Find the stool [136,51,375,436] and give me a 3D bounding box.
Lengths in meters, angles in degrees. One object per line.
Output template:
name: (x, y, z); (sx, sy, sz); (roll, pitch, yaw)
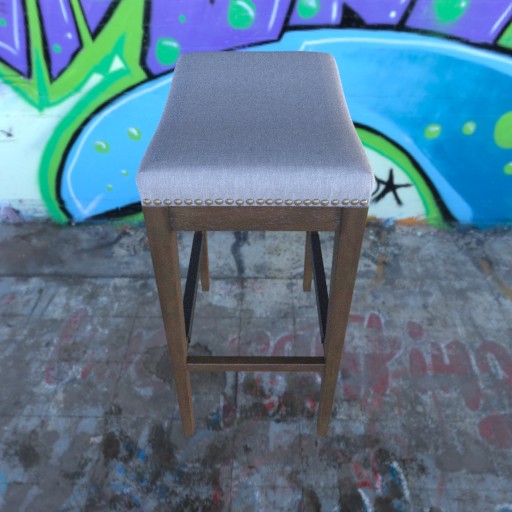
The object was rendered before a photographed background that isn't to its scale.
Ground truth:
stool: (0.000, 0.000, 1.026); (0.356, 0.762, 0.508); (0, 43, 0)
